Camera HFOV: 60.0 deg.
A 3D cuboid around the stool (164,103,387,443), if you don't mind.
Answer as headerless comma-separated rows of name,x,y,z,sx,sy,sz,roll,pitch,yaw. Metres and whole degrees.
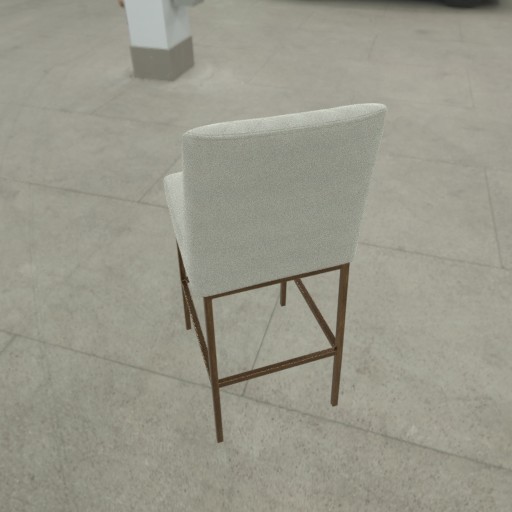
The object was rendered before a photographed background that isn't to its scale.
stool,0.000,0.000,1.354,0.462,1.084,0.546,-12,42,-14
